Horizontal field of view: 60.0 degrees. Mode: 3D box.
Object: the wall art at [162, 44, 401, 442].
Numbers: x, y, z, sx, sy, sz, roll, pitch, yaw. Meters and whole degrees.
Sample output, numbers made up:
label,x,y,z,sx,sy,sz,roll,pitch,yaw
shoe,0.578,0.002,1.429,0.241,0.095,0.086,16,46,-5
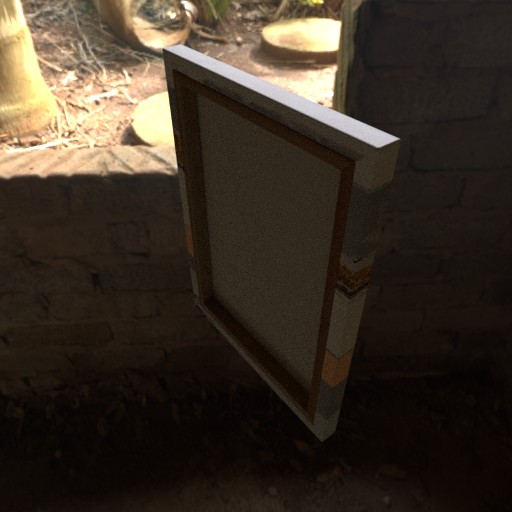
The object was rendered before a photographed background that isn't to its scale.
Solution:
label,x,y,z,sx,sy,sz,roll,pitch,yaw
wall art,0.000,0.000,0.794,0.038,0.609,0.456,-27,47,-28
